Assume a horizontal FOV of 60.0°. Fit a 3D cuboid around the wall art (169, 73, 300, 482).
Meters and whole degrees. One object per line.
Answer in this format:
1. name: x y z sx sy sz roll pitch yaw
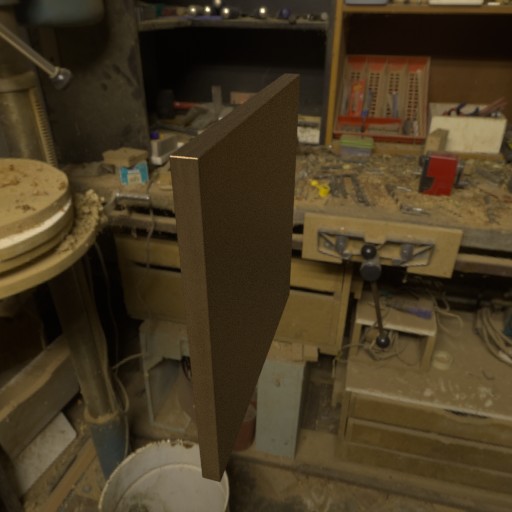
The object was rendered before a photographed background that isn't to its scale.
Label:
1. wall art: 0.000 0.000 0.753 0.030 0.506 0.503 8 32 13
